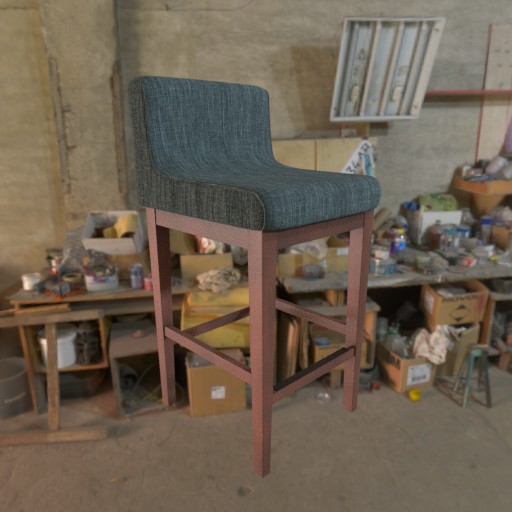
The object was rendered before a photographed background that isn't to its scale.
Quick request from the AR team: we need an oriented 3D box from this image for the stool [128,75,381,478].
[{"bbox_3d":[0.000,0.000,1.091,0.395,0.835,0.459,-15,21,-42],"label":"stool"}]
